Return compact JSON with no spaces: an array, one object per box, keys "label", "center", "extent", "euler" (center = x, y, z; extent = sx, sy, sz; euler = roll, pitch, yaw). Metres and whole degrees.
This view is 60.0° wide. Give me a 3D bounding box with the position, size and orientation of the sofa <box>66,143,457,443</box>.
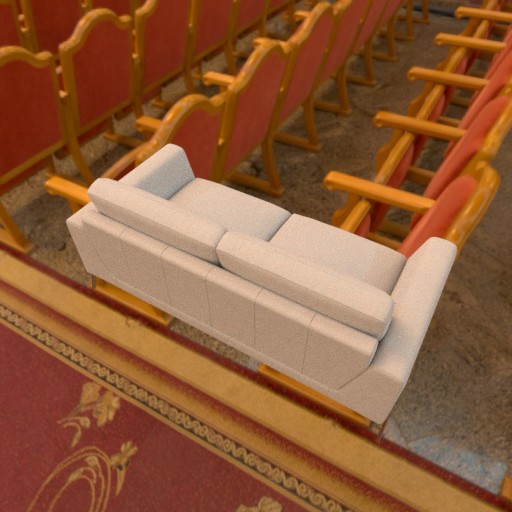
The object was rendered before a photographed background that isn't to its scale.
[{"label":"sofa","center":[0.000,0.000,2.593],"extent":[2.017,0.875,0.953],"euler":[23,51,21]}]
